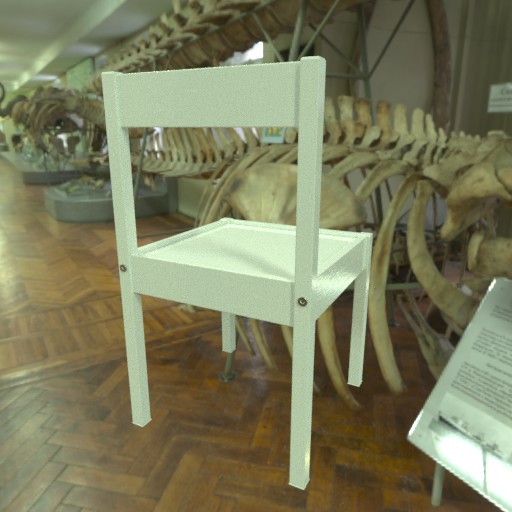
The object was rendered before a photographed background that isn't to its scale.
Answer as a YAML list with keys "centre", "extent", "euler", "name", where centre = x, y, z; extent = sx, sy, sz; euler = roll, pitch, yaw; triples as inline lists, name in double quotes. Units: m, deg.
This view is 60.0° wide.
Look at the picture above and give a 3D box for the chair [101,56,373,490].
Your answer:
- centre: [0.000, 0.000, 0.672]
  extent: [0.285, 0.505, 0.285]
  euler: [8, 18, 26]
  name: "chair"
